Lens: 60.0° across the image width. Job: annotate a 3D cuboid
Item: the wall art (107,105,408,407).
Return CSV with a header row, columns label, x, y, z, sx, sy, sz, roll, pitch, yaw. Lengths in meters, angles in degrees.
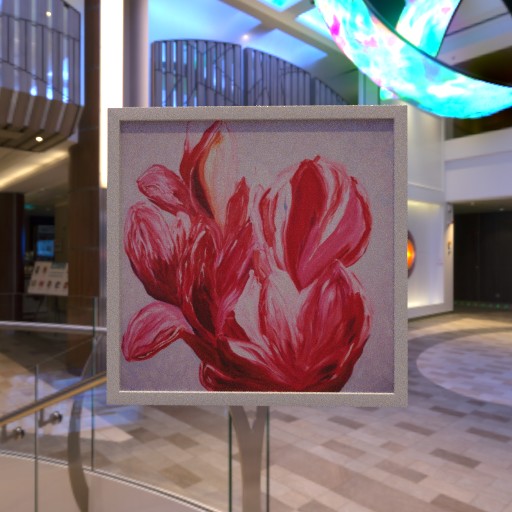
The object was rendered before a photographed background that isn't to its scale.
label,x,y,z,sx,sy,sz,roll,pitch,yaw
wall art,0.000,0.000,0.988,0.664,0.661,0.020,0,0,1
